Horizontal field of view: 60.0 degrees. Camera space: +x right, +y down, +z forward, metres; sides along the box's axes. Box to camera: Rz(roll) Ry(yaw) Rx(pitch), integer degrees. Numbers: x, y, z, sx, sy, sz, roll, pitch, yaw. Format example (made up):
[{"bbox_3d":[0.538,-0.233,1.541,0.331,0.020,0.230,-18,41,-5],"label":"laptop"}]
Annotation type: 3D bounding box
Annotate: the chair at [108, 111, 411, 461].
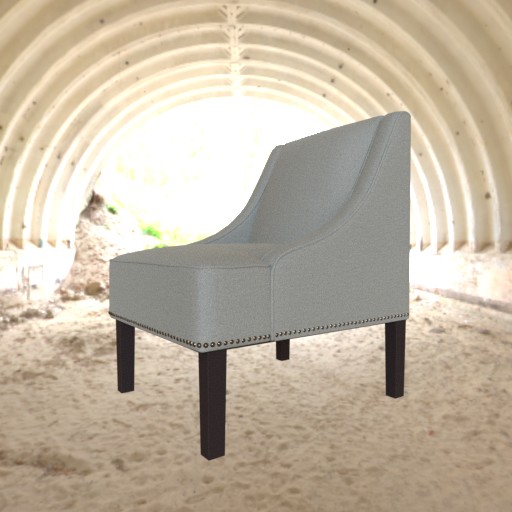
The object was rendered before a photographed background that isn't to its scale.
[{"bbox_3d":[0.000,0.000,1.362,0.737,0.864,0.610,-1,2,-36],"label":"chair"}]
